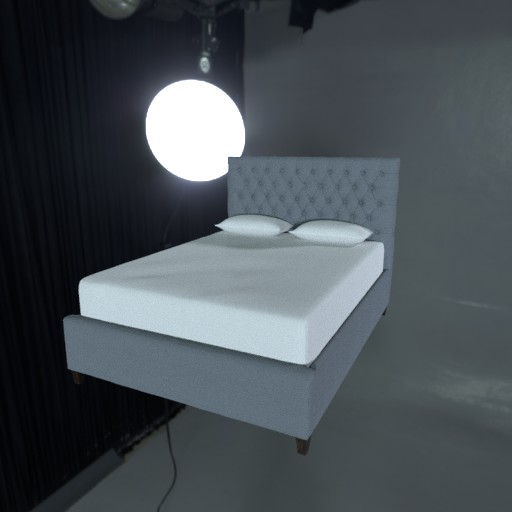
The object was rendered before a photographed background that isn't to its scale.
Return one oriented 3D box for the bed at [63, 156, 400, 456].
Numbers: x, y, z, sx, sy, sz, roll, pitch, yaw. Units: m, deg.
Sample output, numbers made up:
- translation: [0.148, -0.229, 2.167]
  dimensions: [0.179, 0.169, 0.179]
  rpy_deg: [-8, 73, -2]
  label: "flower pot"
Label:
- translation: [0.000, 0.000, 3.366]
  dimensions: [1.698, 1.427, 2.231]
  rpy_deg: [7, 16, 25]
  label: "bed"
